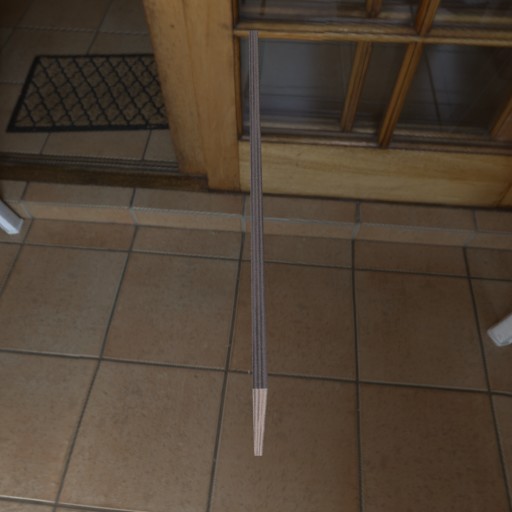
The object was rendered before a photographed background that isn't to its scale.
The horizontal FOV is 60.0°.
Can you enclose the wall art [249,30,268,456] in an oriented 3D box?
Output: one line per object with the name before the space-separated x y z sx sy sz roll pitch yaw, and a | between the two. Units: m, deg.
wall art | 0.000 0.000 0.675 0.013 0.406 0.508 -1 59 0
